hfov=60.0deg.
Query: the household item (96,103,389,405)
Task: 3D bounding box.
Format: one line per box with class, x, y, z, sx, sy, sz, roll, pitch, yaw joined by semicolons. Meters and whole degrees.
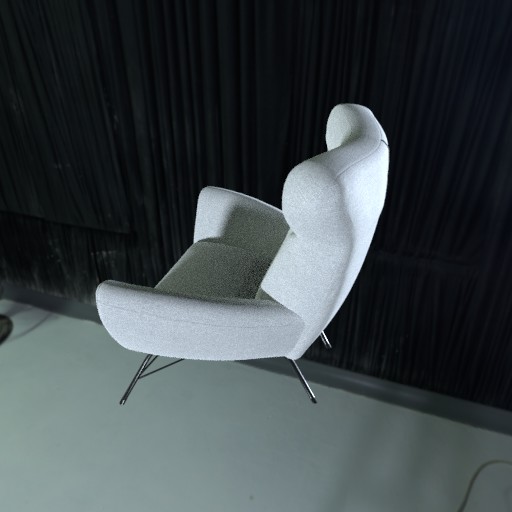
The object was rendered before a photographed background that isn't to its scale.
household item;0.000;0.000;1.742;0.900;1.050;0.980;8;31;14
